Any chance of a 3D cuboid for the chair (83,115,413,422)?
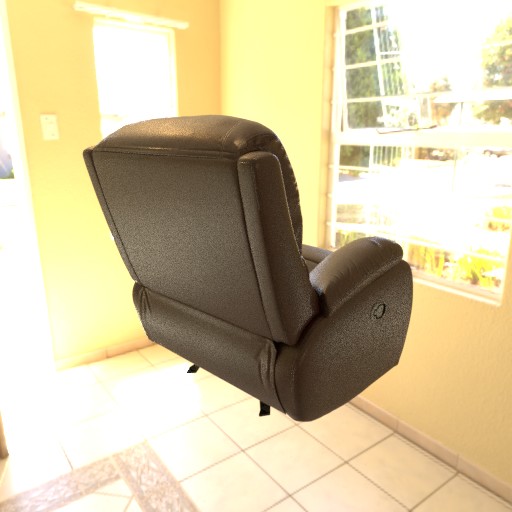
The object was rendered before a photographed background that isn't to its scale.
[{"bbox_3d":[0.000,0.000,1.701,0.930,1.011,0.899,14,21,42],"label":"chair"}]
